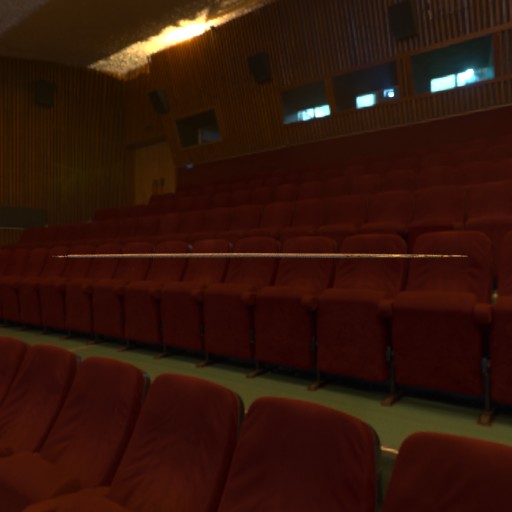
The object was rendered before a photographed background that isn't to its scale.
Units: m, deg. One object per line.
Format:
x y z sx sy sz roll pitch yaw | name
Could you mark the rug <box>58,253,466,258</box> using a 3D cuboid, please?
0.000 0.000 3.094 2.465 0.023 1.619 0 0 36 | rug
